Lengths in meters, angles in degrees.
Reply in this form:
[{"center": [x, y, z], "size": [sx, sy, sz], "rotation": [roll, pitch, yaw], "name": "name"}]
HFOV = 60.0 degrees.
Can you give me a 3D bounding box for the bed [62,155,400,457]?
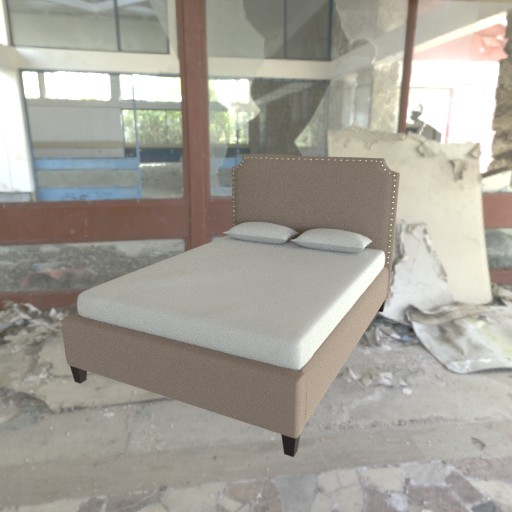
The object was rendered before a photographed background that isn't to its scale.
[{"center": [0.000, 0.000, 3.493], "size": [1.713, 1.443, 2.372], "rotation": [8, 17, 26], "name": "bed"}]
